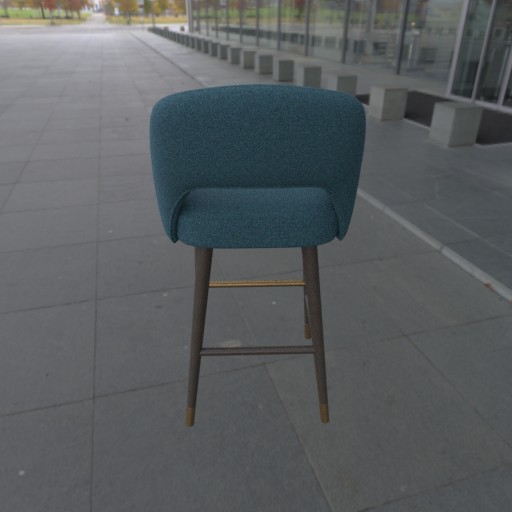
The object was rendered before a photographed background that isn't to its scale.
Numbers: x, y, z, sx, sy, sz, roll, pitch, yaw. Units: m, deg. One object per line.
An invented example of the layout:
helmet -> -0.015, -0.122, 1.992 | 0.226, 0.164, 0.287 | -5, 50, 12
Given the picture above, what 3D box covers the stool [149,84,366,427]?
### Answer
stool -> 0.000, 0.000, 1.331 | 0.536, 1.032, 0.522 | -1, 29, -2
